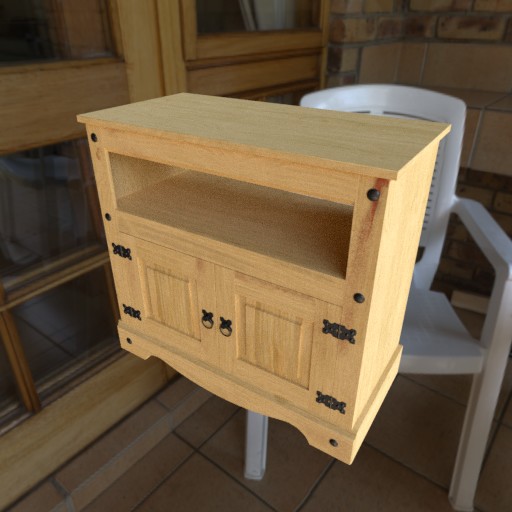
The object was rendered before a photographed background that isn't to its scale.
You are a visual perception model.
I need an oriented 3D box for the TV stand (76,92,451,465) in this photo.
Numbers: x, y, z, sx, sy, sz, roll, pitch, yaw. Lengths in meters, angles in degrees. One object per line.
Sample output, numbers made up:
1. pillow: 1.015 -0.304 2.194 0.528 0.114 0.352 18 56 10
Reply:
1. TV stand: 0.000 0.000 1.309 0.851 0.787 0.430 17 34 28
